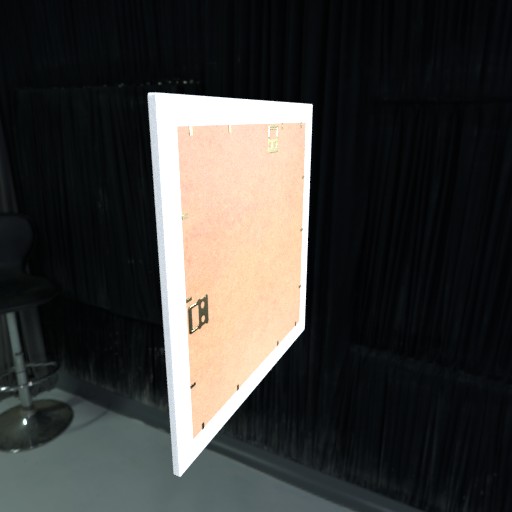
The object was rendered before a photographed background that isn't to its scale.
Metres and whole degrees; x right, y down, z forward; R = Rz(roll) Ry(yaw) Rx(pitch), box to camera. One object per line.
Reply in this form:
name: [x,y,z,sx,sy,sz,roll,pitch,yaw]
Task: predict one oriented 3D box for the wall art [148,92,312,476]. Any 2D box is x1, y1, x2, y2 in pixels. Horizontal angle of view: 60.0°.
wall art: [0.000,0.000,0.881,0.013,0.584,0.584,8,19,25]
